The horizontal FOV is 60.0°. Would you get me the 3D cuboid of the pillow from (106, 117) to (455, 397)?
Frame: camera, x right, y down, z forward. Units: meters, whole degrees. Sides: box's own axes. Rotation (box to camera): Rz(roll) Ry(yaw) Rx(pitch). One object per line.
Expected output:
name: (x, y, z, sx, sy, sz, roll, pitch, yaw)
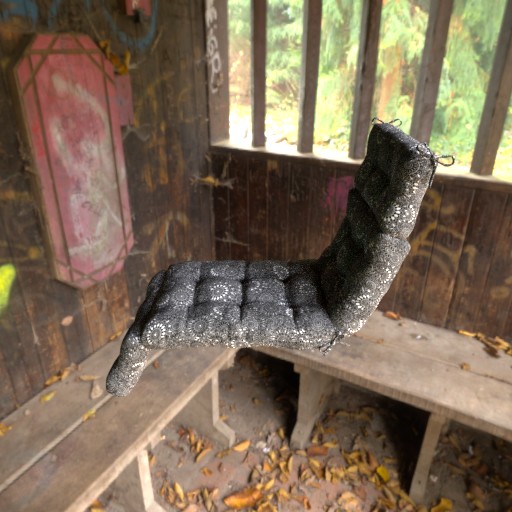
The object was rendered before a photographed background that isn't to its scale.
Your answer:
pillow: (0.000, 0.000, 1.515, 1.016, 0.863, 0.526, 0, 26, 1)
